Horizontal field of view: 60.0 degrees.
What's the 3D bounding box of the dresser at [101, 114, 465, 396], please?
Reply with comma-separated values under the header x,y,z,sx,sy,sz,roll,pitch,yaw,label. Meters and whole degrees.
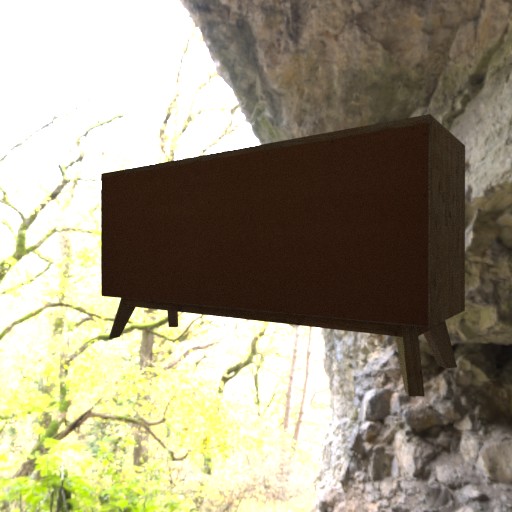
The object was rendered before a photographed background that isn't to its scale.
x,y,z,sx,sy,sz,roll,pitch,yaw,label
0.000,0.000,1.891,1.554,0.805,0.455,0,0,37,dresser
